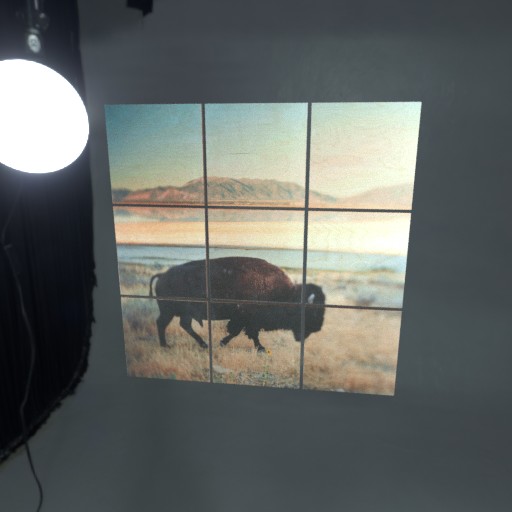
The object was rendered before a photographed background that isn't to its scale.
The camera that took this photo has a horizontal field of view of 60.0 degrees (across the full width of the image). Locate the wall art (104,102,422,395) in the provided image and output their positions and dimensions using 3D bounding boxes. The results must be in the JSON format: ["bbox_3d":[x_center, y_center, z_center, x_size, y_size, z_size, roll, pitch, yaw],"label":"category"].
[{"bbox_3d":[0.000,0.000,1.386,0.906,0.904,0.018,2,16,7],"label":"wall art"}]
